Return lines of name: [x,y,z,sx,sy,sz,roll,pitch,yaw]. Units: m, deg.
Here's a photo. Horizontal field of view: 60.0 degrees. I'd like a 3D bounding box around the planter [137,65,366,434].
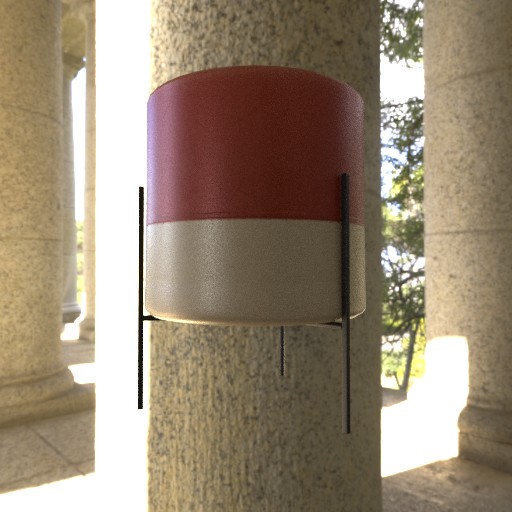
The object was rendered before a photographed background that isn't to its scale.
planter: [0.000,0.000,0.715,0.345,0.465,0.354,0,-1,18]
